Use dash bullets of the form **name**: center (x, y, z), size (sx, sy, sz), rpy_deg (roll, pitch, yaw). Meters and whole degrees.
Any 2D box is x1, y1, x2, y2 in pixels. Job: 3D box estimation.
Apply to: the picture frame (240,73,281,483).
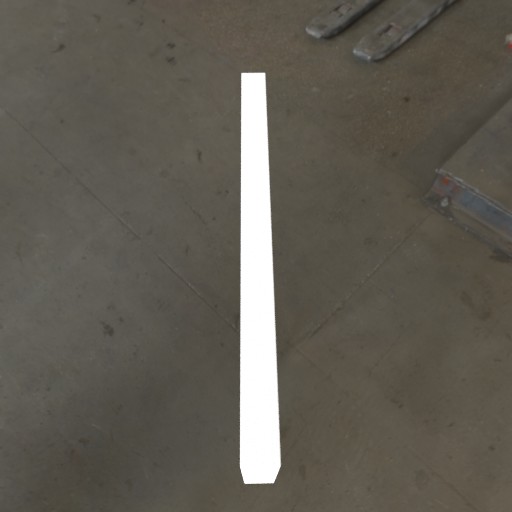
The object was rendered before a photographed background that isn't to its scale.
- **picture frame**: center (0.000, 0.000, 0.850), size (0.050, 0.250, 0.759), rpy_deg (-1, 59, 0)
